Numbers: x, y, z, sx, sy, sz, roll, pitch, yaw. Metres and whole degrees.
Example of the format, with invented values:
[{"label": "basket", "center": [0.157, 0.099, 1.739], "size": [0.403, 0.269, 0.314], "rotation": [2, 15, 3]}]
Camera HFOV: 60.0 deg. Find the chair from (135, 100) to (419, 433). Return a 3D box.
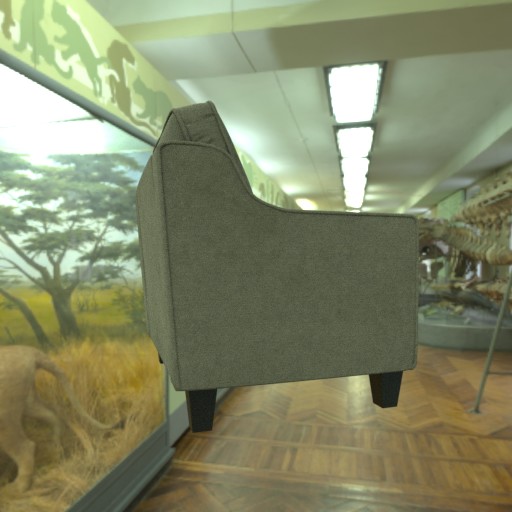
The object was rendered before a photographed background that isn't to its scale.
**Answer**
[{"label": "chair", "center": [0.000, 0.000, 1.683], "size": [0.840, 0.944, 0.926], "rotation": [0, 0, -18]}]
